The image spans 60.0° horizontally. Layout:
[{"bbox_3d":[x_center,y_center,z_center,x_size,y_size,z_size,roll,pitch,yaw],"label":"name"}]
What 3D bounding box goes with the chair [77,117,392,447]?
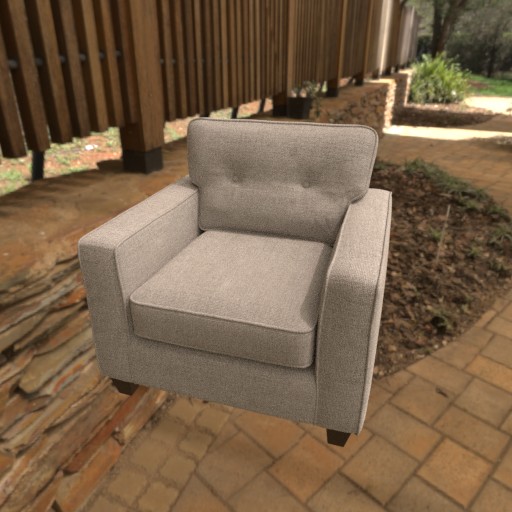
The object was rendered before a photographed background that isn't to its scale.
[{"bbox_3d":[0.000,0.000,1.787,1.015,0.965,0.939,8,27,16],"label":"chair"}]
